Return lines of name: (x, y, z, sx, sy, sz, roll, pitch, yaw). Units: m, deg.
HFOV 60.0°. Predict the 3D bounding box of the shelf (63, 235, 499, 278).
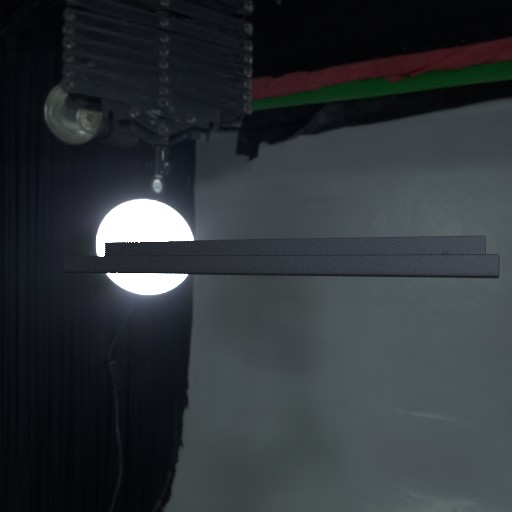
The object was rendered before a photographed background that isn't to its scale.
shelf: (0.000, 0.000, 0.637, 0.605, 0.053, 0.102, 0, -1, 20)
